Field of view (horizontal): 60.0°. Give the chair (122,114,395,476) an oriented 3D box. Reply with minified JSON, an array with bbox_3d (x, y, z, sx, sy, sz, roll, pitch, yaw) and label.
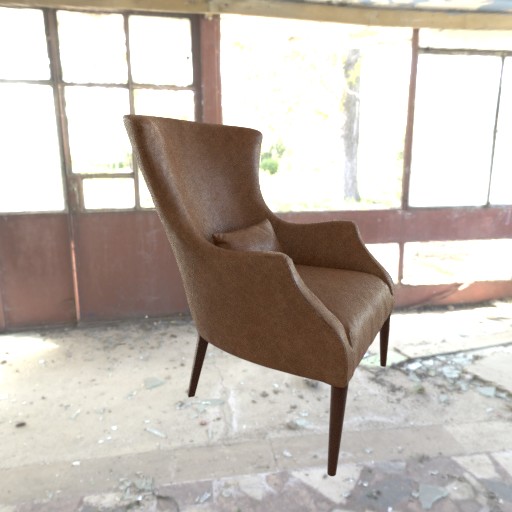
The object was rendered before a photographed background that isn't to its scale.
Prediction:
[{"bbox_3d":[0.000,0.000,1.715,0.955,1.067,0.846,7,14,26],"label":"chair"}]
